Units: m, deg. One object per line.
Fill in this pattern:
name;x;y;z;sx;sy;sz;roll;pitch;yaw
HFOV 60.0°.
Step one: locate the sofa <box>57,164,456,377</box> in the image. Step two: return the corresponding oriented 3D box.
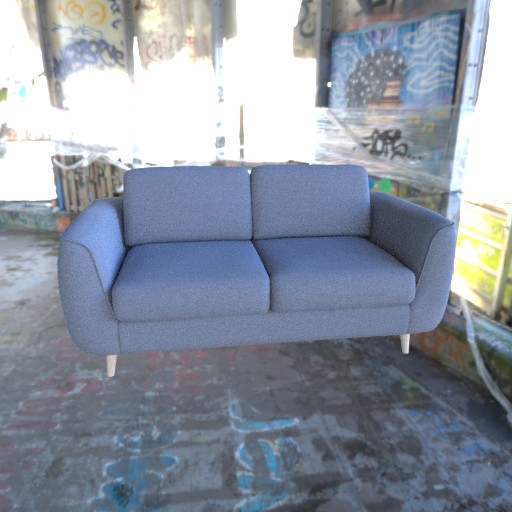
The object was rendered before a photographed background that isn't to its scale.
sofa;0.000;0.000;2.234;1.700;0.850;0.920;-3;18;-8
